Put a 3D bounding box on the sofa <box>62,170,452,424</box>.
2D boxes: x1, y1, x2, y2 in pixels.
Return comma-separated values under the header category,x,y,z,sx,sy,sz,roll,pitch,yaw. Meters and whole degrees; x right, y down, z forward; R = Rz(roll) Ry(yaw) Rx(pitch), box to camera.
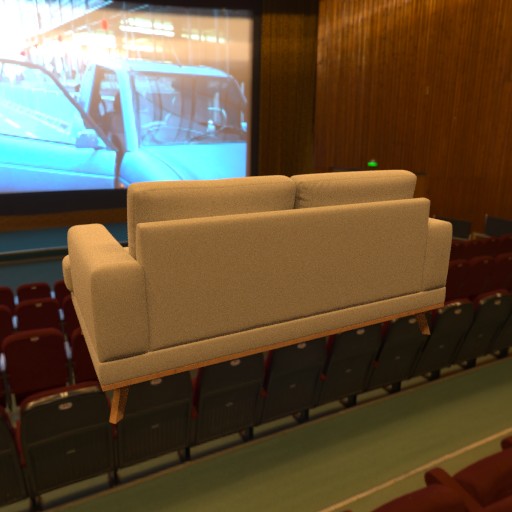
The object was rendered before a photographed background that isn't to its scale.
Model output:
category,x,y,z,sx,sy,sz,roll,pitch,yaw
sofa,0.000,0.000,2.112,1.651,0.810,0.915,-8,17,-26
